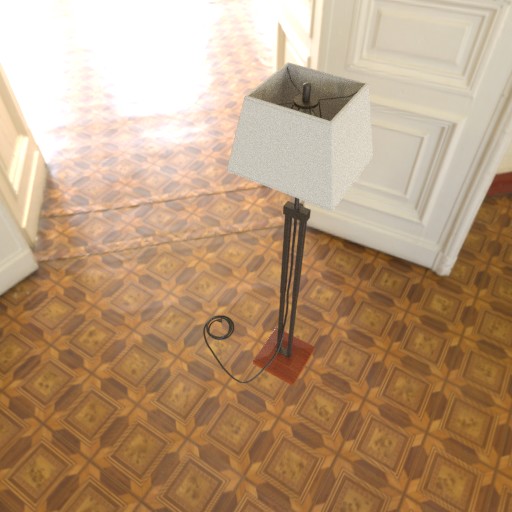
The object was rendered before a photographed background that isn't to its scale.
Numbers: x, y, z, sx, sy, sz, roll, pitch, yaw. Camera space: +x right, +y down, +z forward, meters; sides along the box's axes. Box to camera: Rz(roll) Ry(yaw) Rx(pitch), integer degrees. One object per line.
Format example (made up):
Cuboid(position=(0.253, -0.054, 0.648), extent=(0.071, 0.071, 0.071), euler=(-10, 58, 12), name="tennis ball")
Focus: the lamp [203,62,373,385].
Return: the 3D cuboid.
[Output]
Cuboid(position=(0.000, 0.000, 2.066), extent=(0.745, 1.712, 0.472), euler=(25, 52, 21), name="lamp")
